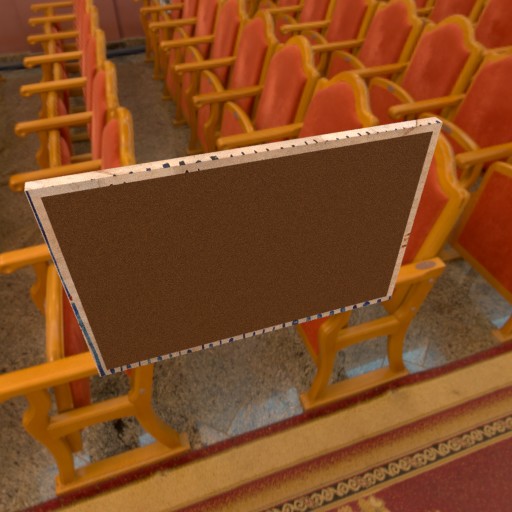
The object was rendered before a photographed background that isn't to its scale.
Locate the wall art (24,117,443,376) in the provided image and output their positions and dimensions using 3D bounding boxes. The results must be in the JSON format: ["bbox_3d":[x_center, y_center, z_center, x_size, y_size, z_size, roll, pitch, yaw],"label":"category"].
[{"bbox_3d":[0.000,0.000,1.146,0.919,0.609,0.030,-13,43,-14],"label":"wall art"}]
